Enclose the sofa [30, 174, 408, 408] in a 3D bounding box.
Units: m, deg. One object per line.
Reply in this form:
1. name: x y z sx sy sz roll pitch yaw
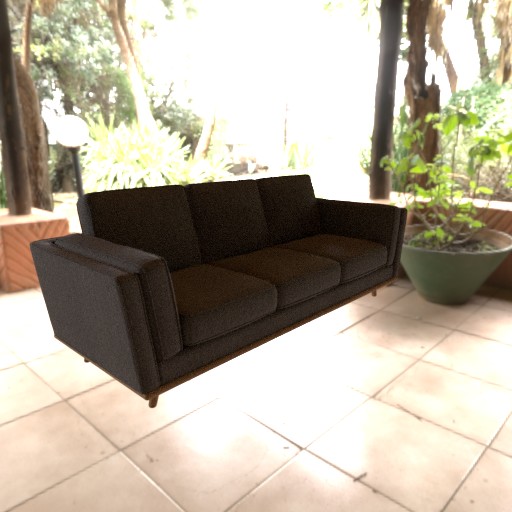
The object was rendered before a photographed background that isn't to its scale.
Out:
1. sofa: 0.000 0.000 2.753 0.903 0.899 2.362 13 20 41
